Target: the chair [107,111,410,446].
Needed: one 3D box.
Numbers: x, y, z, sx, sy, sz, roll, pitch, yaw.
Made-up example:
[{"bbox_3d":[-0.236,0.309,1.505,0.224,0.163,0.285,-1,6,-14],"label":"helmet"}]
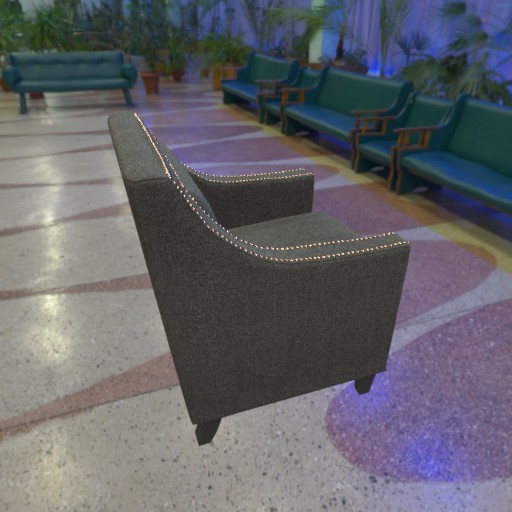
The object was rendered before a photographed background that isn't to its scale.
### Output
[{"bbox_3d":[0.000,0.000,1.657,0.884,0.967,0.776,-10,31,-17],"label":"chair"}]
